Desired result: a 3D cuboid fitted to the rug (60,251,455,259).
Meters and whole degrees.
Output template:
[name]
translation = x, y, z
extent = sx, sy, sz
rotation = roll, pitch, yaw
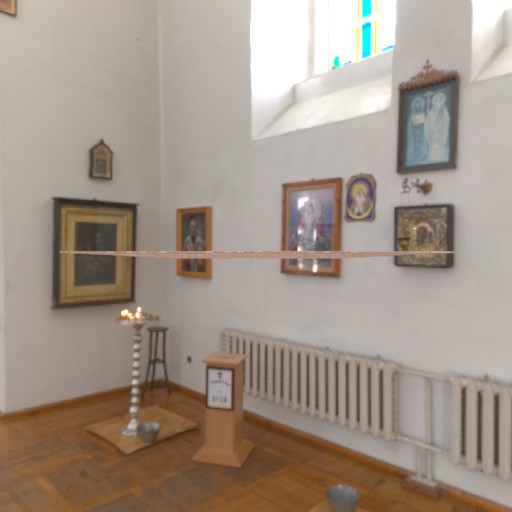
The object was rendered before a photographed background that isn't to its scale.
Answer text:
[rug]
translation = 0.000, 0.000, 2.133
extent = 1.146, 0.010, 1.745
rotation = 0, -1, 0
